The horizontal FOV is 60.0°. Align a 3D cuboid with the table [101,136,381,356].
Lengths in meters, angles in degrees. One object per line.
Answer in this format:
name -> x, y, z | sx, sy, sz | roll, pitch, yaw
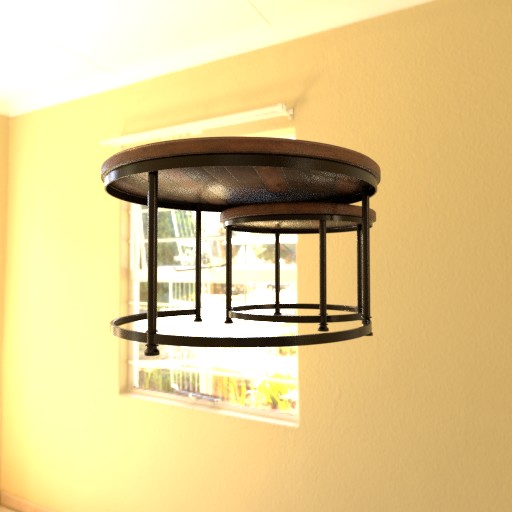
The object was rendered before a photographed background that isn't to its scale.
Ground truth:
table -> 0.000, 0.000, 1.572 | 0.870, 0.516, 1.152 | -1, -2, 19
